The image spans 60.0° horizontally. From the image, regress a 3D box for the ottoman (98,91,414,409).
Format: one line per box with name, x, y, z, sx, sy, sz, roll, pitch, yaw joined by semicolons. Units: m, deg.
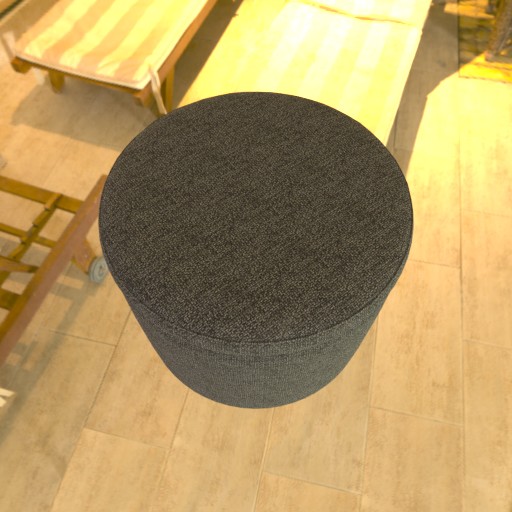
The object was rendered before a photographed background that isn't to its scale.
ottoman;0.000;0.000;0.892;0.520;0.430;0.520;0;59;0
